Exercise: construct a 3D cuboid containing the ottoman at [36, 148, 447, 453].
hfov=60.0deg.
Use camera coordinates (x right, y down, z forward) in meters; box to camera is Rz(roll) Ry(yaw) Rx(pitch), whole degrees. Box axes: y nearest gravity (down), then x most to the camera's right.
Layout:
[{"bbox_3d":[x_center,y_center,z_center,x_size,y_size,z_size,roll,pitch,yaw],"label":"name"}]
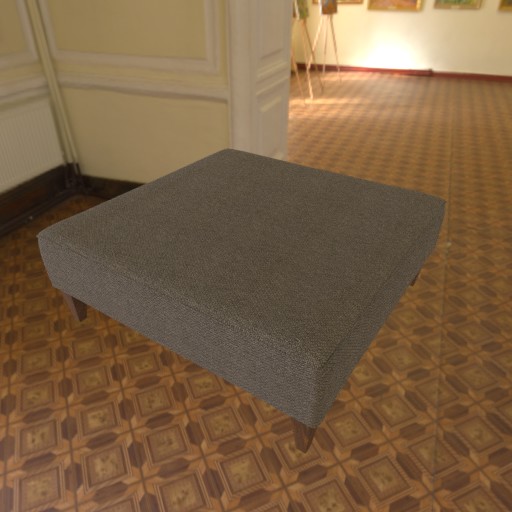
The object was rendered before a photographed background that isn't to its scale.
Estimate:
[{"bbox_3d":[0.000,0.000,1.524,0.981,0.378,0.970,20,38,28],"label":"ottoman"}]
